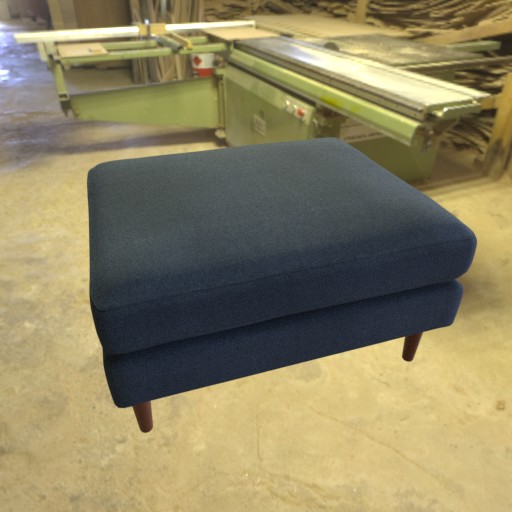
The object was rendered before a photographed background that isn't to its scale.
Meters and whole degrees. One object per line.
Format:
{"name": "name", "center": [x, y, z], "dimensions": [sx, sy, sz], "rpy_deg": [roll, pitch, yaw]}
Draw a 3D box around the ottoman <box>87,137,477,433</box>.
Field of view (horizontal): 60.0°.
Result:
{"name": "ottoman", "center": [0.000, 0.000, 1.218], "dimensions": [0.821, 0.474, 0.693], "rpy_deg": [-10, 34, -15]}
